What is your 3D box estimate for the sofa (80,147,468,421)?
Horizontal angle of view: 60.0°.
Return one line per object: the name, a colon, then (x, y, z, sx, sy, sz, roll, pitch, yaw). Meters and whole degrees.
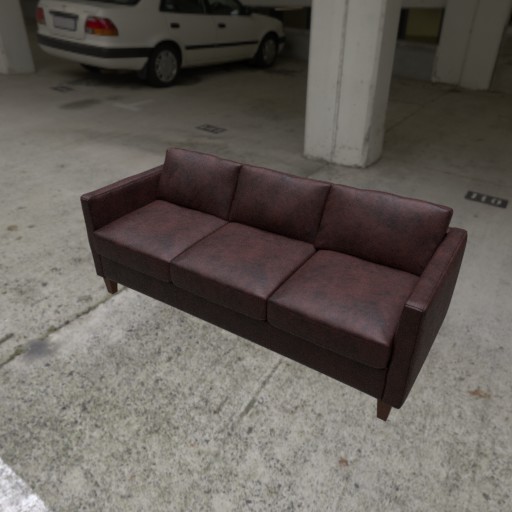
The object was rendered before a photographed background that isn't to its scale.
sofa: (0.000, 0.000, 3.067, 2.464, 1.006, 1.045, 18, 35, 28)
